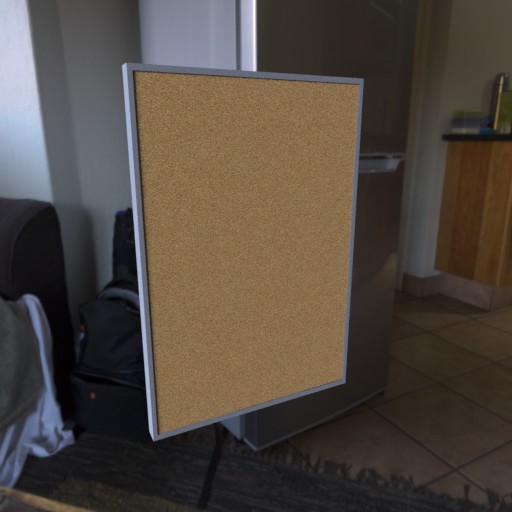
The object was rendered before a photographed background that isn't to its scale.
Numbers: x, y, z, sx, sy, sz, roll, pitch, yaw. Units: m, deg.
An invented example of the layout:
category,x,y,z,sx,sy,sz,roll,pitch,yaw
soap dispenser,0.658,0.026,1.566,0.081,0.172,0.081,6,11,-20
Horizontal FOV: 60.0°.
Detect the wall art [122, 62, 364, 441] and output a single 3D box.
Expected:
category,x,y,z,sx,sy,sz,roll,pitch,yaw
wall art,0.000,0.000,0.978,0.511,0.753,0.039,-8,17,-26
